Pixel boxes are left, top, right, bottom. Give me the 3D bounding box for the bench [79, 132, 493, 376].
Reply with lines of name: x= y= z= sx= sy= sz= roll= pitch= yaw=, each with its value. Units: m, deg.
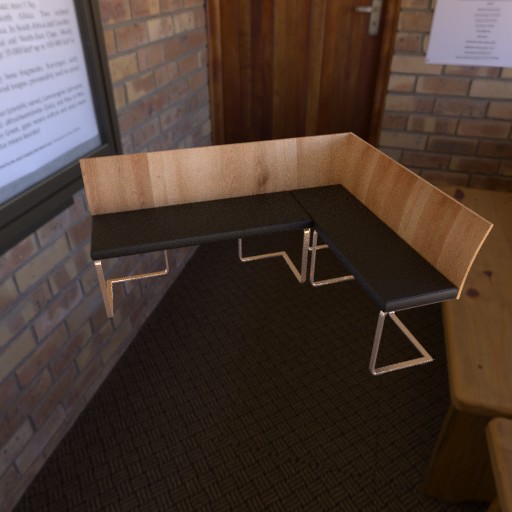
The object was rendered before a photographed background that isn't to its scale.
bench: x=0.000 y=0.000 z=2.756 sx=1.945 sy=0.930 sz=1.495 roll=-9 pitch=34 yaw=-14
